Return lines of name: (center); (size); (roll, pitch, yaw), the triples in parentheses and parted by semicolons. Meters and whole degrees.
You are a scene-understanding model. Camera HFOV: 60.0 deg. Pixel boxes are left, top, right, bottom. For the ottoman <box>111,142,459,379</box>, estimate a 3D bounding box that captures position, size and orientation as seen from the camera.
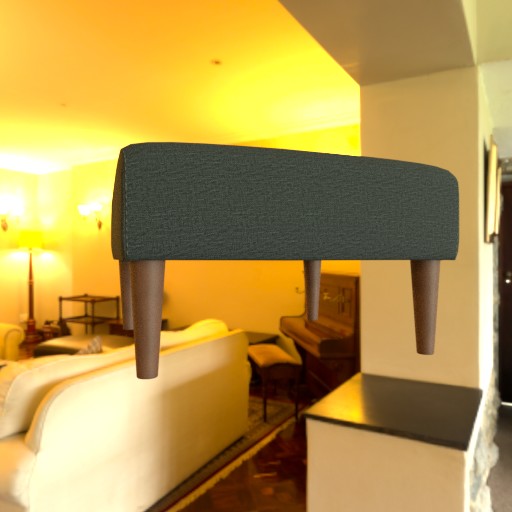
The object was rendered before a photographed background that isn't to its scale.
ottoman: (0.000, 0.000, 1.057); (0.650, 0.398, 0.649); (0, 0, -19)
